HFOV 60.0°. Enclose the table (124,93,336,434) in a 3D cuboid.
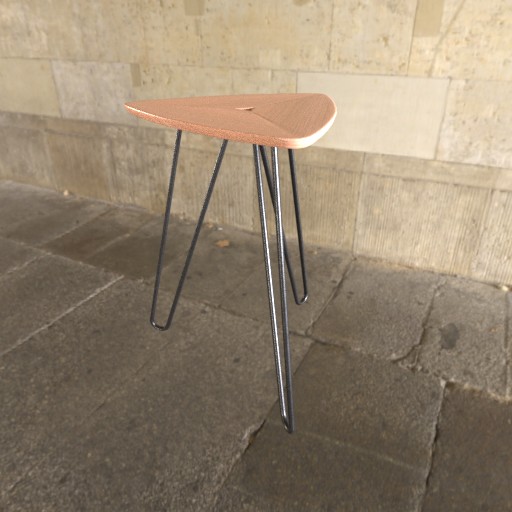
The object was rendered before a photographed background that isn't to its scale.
[{"bbox_3d":[0.000,0.000,0.905,0.442,0.564,0.455,-8,29,-15],"label":"table"}]
